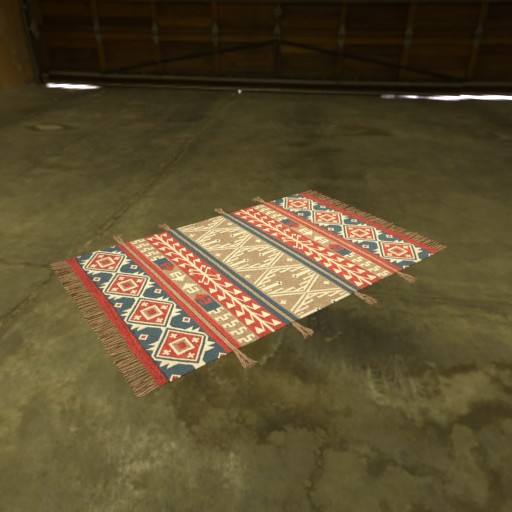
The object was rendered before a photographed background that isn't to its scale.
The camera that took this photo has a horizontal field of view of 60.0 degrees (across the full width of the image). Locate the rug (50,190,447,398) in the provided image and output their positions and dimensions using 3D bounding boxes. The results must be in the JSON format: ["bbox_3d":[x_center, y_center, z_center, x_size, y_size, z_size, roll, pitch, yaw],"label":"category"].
[{"bbox_3d":[0.000,0.000,3.144,2.450,0.048,1.778,-20,35,-31],"label":"rug"}]
